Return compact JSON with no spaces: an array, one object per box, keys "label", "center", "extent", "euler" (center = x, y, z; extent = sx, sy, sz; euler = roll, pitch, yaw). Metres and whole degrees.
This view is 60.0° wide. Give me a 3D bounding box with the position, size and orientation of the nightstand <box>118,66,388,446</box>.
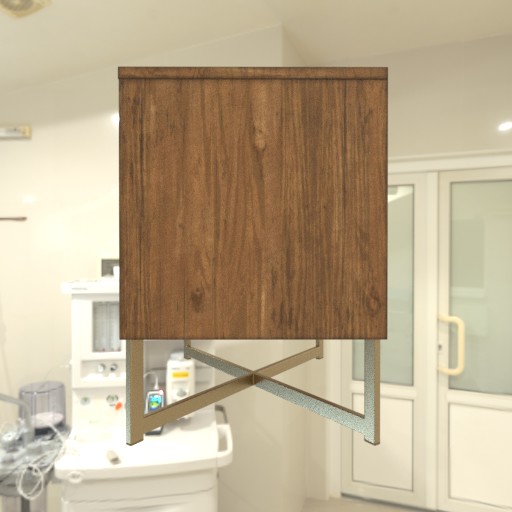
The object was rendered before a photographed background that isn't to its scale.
[{"label":"nightstand","center":[0.000,0.000,1.015],"extent":[0.446,0.610,0.610],"euler":[0,0,0]}]
